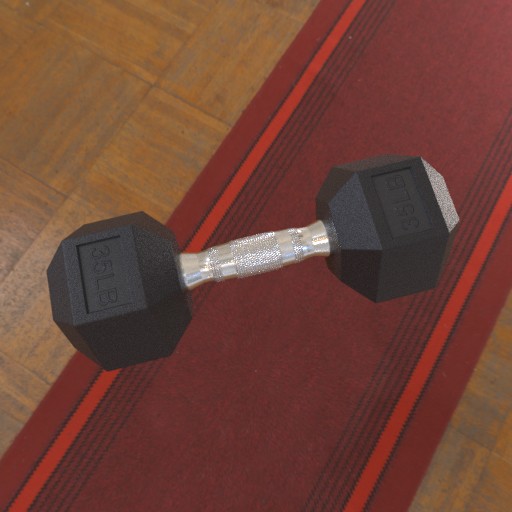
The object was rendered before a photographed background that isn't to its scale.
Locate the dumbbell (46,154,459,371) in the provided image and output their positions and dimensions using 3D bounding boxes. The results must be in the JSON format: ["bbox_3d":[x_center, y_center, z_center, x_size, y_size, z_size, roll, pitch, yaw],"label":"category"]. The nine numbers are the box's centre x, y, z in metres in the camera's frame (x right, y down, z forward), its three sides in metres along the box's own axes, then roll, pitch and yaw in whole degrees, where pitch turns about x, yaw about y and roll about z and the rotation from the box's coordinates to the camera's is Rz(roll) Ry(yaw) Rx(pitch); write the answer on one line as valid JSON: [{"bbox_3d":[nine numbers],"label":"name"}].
[{"bbox_3d":[0.000,0.000,0.418,0.356,0.123,0.141,-14,76,-4],"label":"dumbbell"}]
